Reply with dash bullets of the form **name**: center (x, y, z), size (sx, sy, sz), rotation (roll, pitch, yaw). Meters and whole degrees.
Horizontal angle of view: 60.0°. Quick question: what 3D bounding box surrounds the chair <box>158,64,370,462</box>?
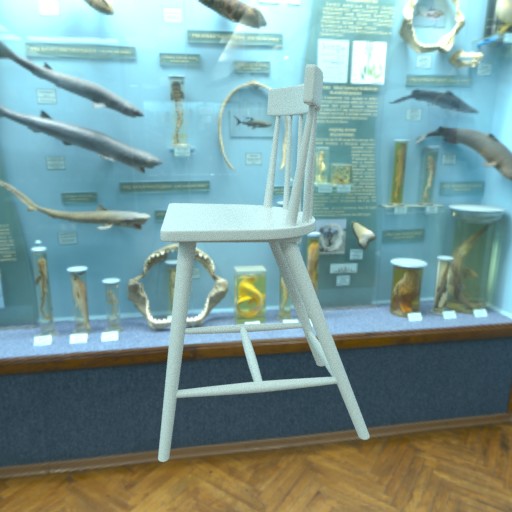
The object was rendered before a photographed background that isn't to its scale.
- **chair**: center (0.000, 0.000, 1.270), size (0.572, 0.952, 0.483), rotation (-2, 14, -8)
